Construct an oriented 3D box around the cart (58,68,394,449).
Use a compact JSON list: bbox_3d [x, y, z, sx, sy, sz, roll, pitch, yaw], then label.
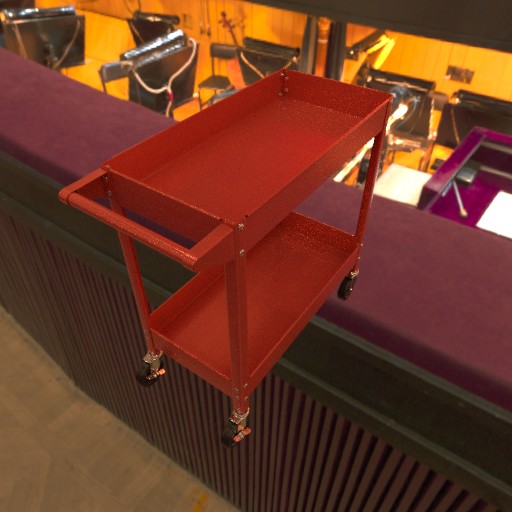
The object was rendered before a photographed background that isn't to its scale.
[{"bbox_3d":[0.000,0.000,1.205,0.366,0.719,0.779,25,47,26],"label":"cart"}]
